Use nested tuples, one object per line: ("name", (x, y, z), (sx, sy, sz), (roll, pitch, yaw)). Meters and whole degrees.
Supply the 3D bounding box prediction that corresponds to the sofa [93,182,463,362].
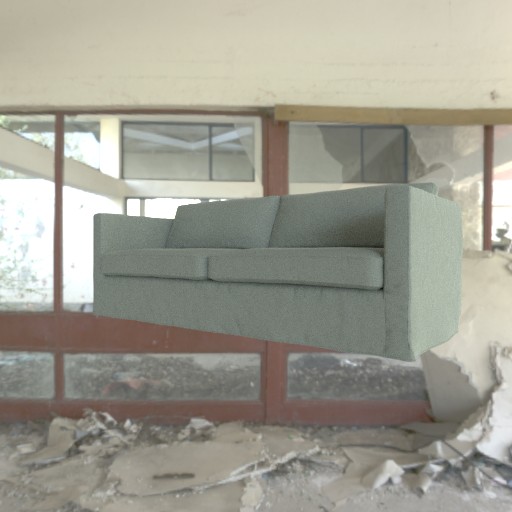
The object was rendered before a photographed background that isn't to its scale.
("sofa", (0.000, 0.000, 2.861), (2.312, 0.853, 0.962), (0, 1, 37))
